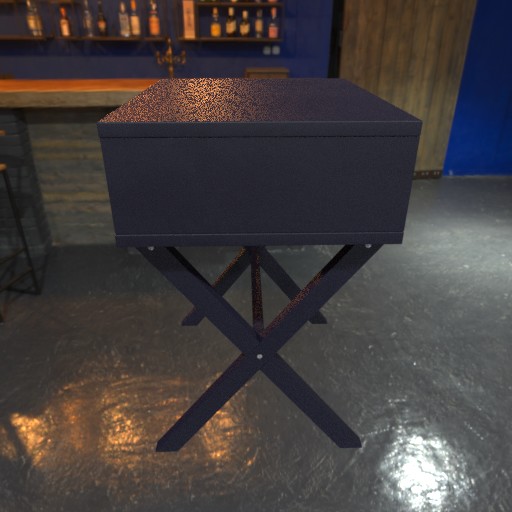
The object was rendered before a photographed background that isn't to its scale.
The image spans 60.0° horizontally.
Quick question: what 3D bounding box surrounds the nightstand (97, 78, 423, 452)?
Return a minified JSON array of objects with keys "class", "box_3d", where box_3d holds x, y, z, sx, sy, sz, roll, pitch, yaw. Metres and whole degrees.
[{"class":"nightstand","box_3d":[0.000,0.000,0.899,0.402,0.623,0.479,-1,28,-1]}]
